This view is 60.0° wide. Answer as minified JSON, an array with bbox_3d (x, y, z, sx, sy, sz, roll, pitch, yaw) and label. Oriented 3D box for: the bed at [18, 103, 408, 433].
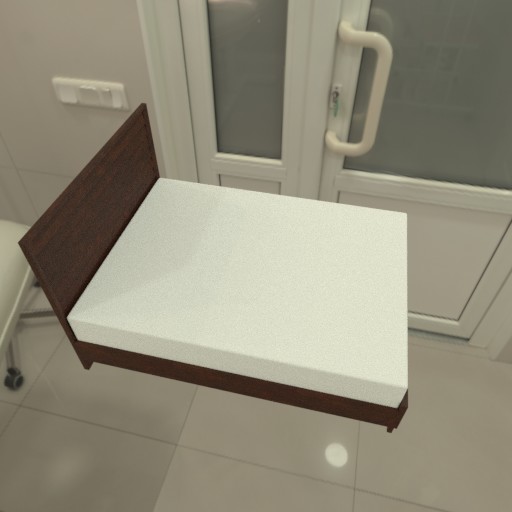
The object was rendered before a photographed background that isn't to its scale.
[{"bbox_3d":[0.000,0.000,3.140,2.184,1.270,1.600,10,46,9],"label":"bed"}]
